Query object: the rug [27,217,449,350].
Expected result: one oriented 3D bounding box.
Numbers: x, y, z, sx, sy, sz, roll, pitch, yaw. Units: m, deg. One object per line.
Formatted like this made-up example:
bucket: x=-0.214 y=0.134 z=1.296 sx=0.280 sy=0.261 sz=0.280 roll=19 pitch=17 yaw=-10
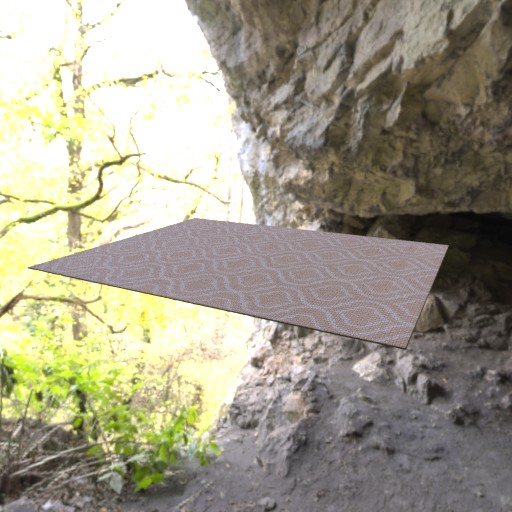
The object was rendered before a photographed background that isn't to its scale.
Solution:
rug: x=0.000 y=0.000 z=3.835 sx=2.894 sy=0.013 sz=2.286 roll=8 pitch=18 yaw=27
